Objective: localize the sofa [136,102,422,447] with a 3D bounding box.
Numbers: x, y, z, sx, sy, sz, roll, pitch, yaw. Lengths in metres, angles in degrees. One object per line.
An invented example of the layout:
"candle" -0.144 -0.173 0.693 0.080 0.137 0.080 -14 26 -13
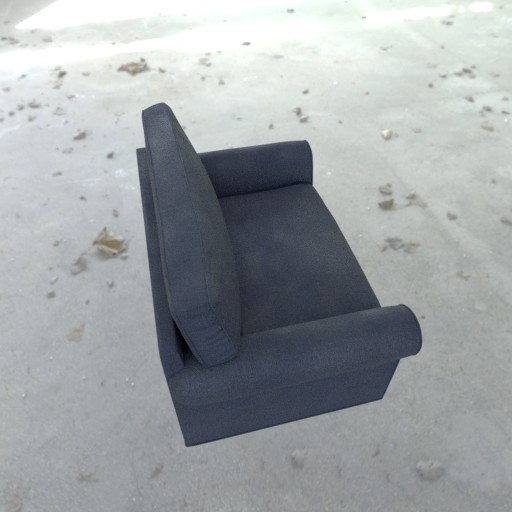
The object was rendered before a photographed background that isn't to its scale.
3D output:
"sofa" 0.000 0.000 2.082 0.938 1.004 1.405 -10 47 -10
